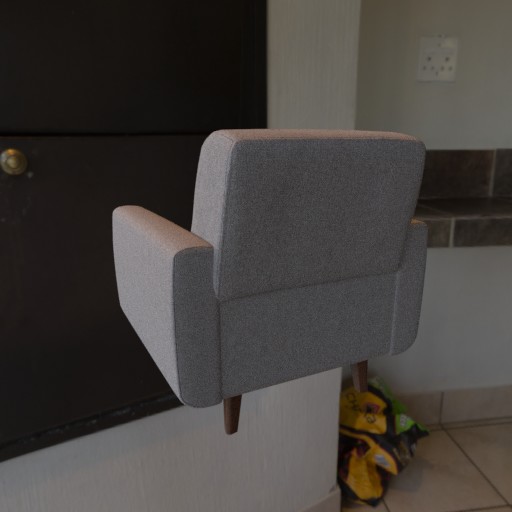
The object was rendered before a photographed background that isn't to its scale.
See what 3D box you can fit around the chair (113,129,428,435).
[{"bbox_3d":[0.000,0.000,1.547,0.831,0.839,0.907,-7,16,-26],"label":"chair"}]
